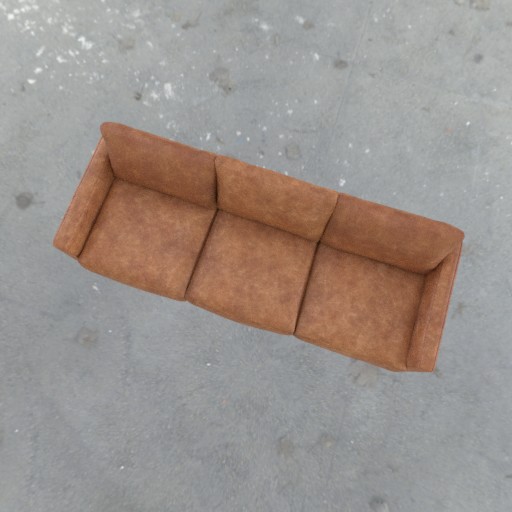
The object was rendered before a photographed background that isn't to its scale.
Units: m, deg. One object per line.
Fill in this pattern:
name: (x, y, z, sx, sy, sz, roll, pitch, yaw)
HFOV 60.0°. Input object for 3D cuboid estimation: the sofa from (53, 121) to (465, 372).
sofa: (0.000, 0.000, 2.441, 2.029, 0.863, 0.748, 18, 76, 5)
